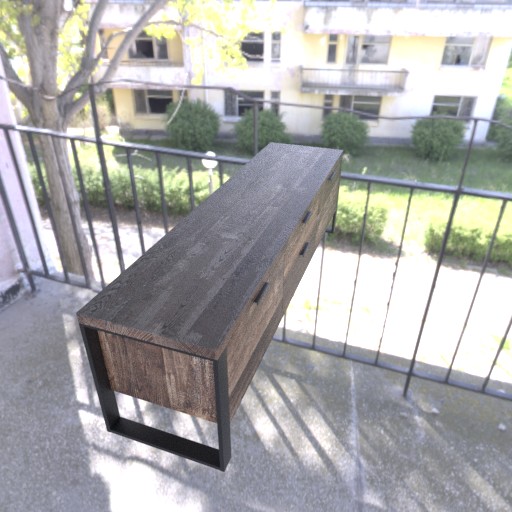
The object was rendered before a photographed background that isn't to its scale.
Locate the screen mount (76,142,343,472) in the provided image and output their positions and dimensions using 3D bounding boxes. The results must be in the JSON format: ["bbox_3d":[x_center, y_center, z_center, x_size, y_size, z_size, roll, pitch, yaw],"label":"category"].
[{"bbox_3d":[0.000,0.000,1.771,0.395,0.450,1.524,11,33,17],"label":"screen mount"}]
